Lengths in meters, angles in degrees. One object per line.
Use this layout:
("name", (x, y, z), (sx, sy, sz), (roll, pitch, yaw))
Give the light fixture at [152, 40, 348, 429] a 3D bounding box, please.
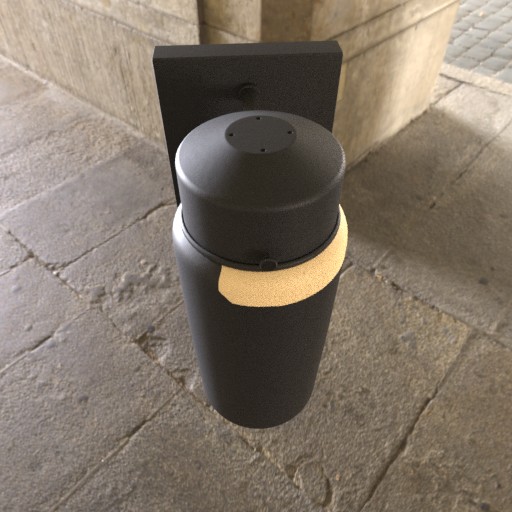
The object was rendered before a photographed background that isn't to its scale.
("light fixture", (0.000, 0.000, 0.347), (0.130, 0.257, 0.176), (-3, 47, -3))
